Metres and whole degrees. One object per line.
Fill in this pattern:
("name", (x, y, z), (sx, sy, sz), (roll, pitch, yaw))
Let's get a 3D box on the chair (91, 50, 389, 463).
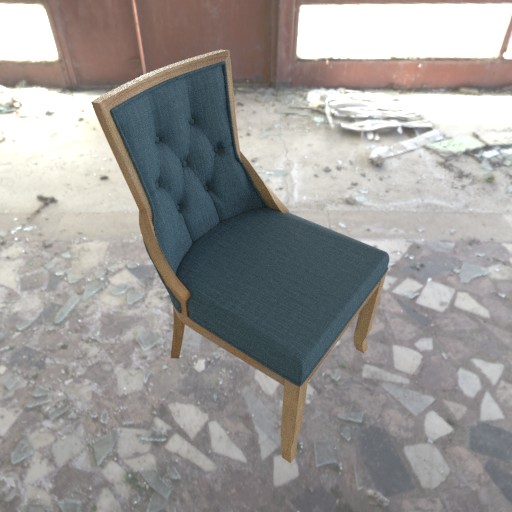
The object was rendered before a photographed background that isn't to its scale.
("chair", (0.000, 0.000, 1.305), (0.641, 0.947, 0.524), (26, 48, 26))
